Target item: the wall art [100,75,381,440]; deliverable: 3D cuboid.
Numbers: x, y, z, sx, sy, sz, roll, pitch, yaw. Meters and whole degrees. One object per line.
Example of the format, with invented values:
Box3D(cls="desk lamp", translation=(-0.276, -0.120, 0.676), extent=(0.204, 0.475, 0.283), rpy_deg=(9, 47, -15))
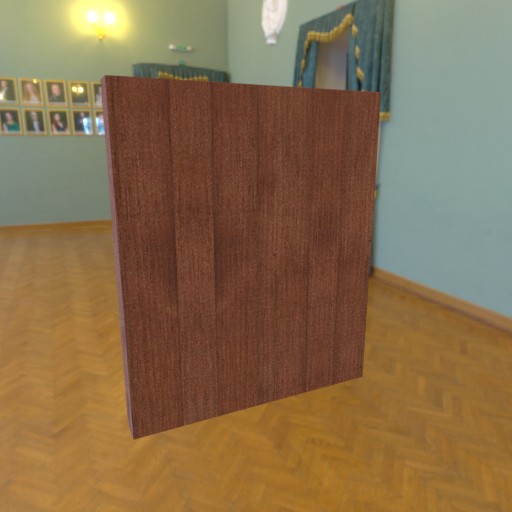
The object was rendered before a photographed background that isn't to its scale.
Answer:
Box3D(cls="wall art", translation=(0.000, 0.000, 0.625), extent=(0.377, 0.449, 0.039), rpy_deg=(-7, 16, -25))
